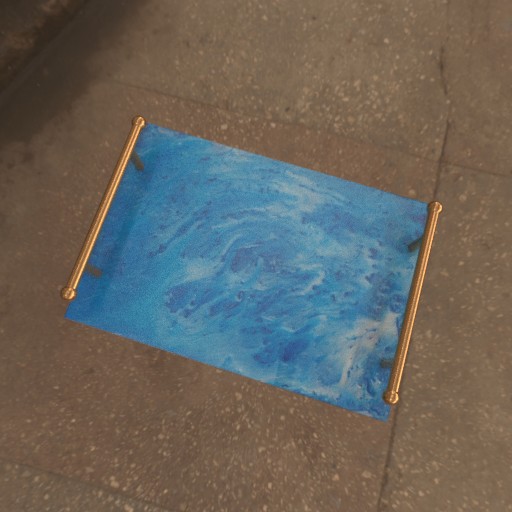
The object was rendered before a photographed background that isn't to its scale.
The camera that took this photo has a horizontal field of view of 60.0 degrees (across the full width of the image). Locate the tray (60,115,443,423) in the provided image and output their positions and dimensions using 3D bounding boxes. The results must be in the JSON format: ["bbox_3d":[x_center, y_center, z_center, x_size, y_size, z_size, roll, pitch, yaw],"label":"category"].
[{"bbox_3d":[0.000,0.000,0.583,0.444,0.084,0.304,17,77,4],"label":"tray"}]
